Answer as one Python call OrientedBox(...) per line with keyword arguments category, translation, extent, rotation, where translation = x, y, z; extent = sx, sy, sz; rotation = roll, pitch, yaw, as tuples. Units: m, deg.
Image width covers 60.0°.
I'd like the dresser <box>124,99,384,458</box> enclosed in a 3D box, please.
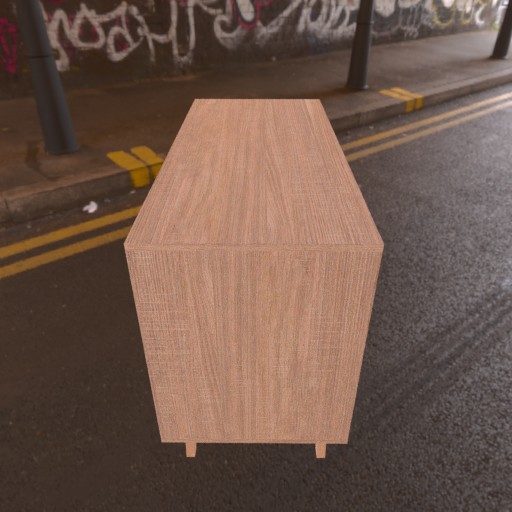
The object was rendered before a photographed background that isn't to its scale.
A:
OrientedBox(category="dresser", translation=(0.000, 0.000, 1.528), extent=(0.500, 0.780, 1.110), rotation=(0, 33, 0))
